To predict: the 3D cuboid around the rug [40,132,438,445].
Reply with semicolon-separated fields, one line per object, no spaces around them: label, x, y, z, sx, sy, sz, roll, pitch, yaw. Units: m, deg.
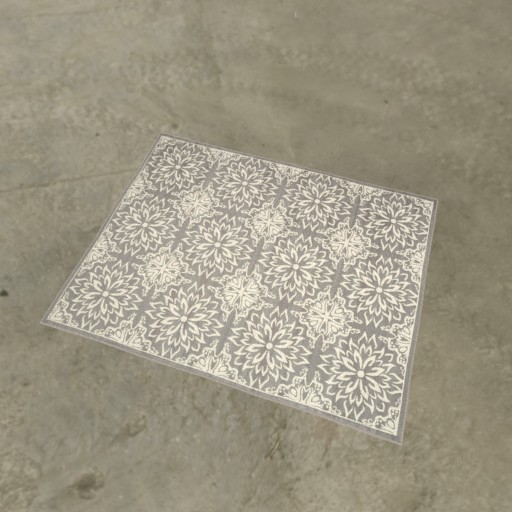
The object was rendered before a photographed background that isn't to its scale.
rug;0.000;0.000;4.002;2.980;0.012;2.363;16;60;10
